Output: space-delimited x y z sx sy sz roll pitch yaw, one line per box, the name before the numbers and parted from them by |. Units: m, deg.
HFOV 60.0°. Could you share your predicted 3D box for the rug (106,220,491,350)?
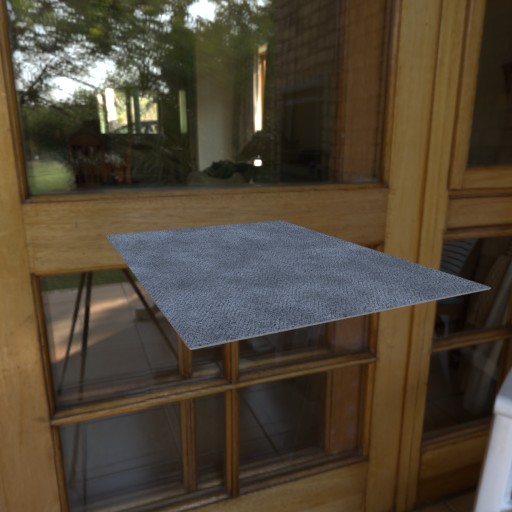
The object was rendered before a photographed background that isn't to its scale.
rug | 0.000 0.000 2.907 1.600 0.008 2.235 -7 16 -25
